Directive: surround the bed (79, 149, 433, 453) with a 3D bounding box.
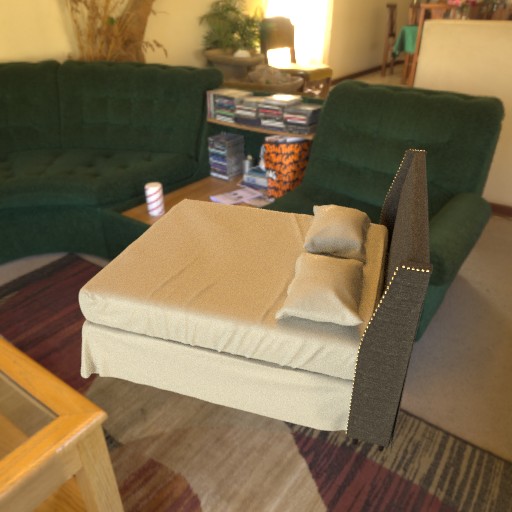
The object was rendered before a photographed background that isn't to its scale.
[{"bbox_3d":[0.000,0.000,3.372,2.276,1.332,1.925,9,32,15],"label":"bed"}]
